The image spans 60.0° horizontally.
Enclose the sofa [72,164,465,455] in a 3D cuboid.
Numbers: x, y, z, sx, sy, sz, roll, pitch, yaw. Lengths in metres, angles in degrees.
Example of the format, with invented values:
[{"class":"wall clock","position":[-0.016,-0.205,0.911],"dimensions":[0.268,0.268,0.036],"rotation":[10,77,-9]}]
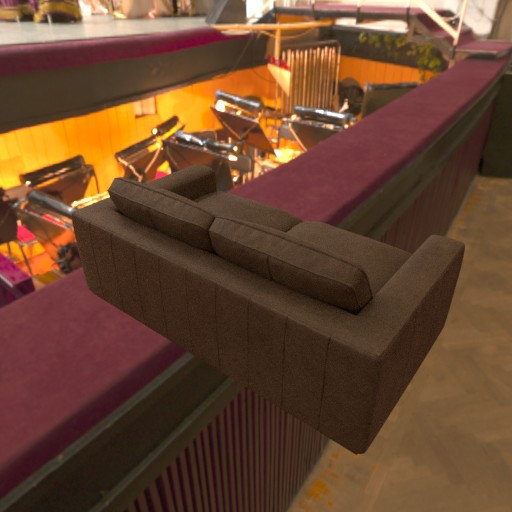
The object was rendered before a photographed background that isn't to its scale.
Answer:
[{"class":"sofa","position":[0.000,0.000,2.475],"dimensions":[1.920,0.800,1.070],"rotation":[22,38,32]}]
